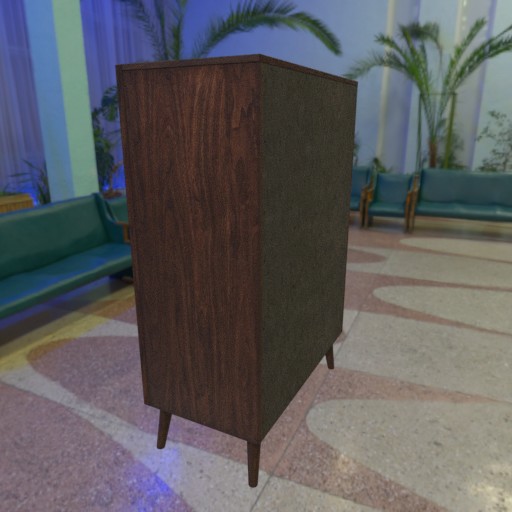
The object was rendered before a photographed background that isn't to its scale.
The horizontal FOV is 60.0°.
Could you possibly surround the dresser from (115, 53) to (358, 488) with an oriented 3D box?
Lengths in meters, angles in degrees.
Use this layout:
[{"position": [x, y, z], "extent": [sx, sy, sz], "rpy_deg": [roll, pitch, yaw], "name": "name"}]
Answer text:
[{"position": [0.000, 0.000, 1.795], "extent": [0.498, 1.365, 0.919], "rpy_deg": [9, 19, 26], "name": "dresser"}]
